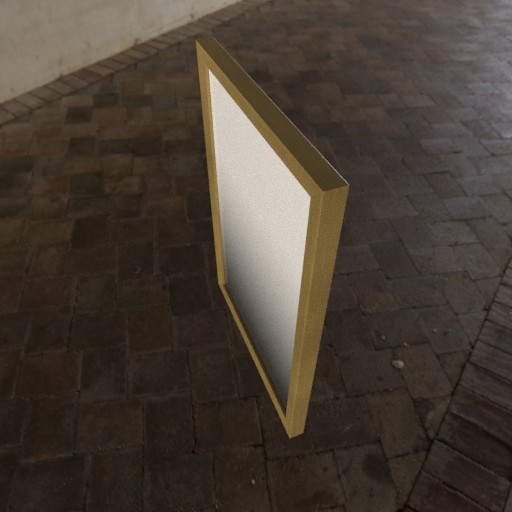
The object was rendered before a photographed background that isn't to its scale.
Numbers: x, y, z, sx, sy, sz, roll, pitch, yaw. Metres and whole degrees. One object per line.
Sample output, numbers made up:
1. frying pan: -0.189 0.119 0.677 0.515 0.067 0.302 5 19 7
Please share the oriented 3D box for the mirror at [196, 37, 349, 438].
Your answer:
1. mirror: 0.000 0.000 0.936 0.040 0.710 0.507 -16 48 -15
